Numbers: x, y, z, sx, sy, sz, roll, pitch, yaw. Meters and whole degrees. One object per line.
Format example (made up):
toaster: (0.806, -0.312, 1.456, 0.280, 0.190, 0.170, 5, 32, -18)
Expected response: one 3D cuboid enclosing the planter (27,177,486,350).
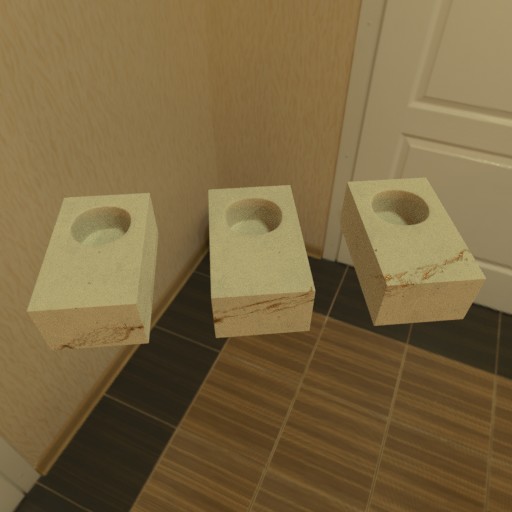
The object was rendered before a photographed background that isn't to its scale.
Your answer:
planter: (0.000, 0.000, 0.382, 0.333, 0.051, 0.127, -4, 46, -4)
